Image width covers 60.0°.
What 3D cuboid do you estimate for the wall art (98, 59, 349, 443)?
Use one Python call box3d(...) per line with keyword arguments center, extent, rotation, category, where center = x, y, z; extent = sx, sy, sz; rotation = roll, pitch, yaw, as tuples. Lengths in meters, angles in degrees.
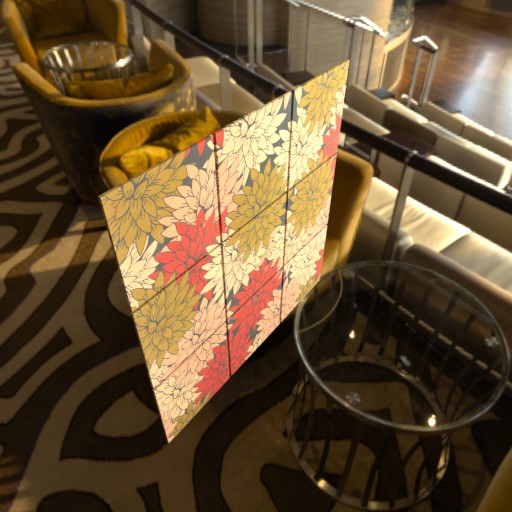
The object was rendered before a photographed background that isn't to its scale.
box3d(center=(0.000, 0.000, 2.257), extent=(0.013, 1.534, 1.519), rotation=(27, 48, 27), category="wall art")
